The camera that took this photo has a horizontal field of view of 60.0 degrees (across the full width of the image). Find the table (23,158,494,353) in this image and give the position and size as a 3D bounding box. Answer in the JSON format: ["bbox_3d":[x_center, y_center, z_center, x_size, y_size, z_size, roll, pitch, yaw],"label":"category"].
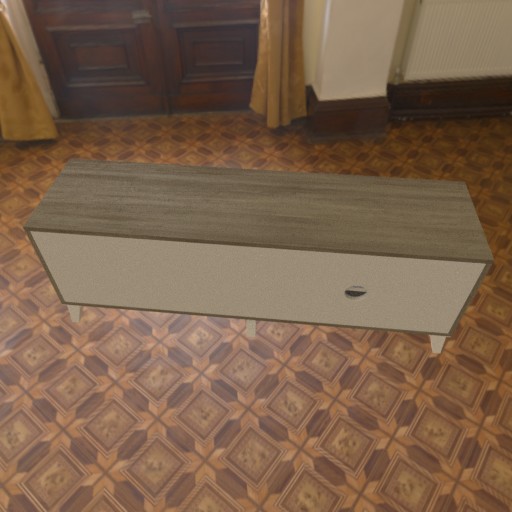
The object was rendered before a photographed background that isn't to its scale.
[{"bbox_3d":[0.000,0.000,1.731,1.500,0.530,0.400,4,46,4],"label":"table"}]
